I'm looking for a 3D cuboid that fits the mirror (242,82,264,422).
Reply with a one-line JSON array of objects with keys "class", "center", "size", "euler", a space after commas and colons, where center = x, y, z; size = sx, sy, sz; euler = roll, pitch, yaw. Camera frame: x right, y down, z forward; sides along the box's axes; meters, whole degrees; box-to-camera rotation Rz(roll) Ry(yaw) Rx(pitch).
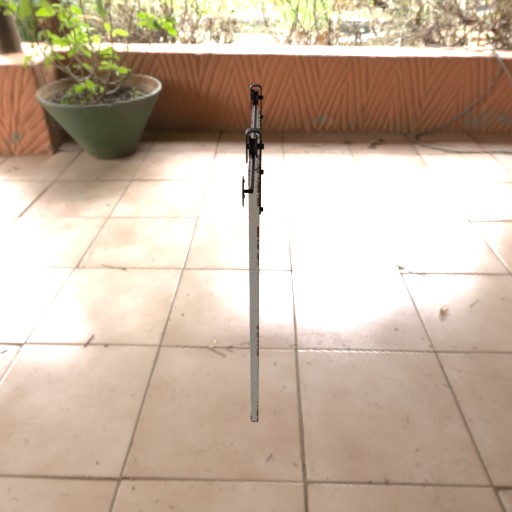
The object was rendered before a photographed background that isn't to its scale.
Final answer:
[{"class": "mirror", "center": [0.000, 0.000, 1.258], "size": [0.037, 0.844, 0.808], "euler": [0, 32, 1]}]
